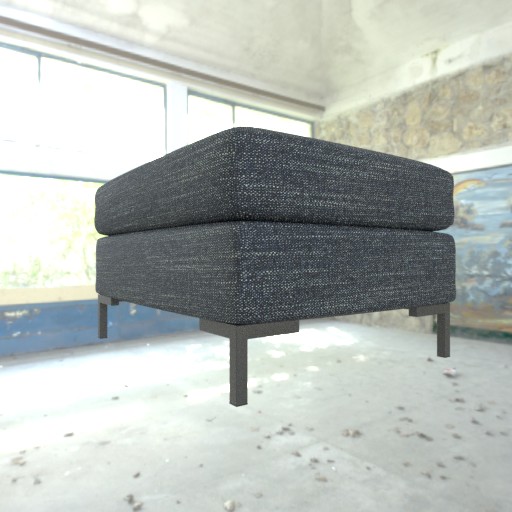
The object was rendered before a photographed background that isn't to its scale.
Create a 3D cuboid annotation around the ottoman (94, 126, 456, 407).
[{"bbox_3d":[0.000,0.000,1.208,0.667,0.491,0.814,0,0,-36],"label":"ottoman"}]
